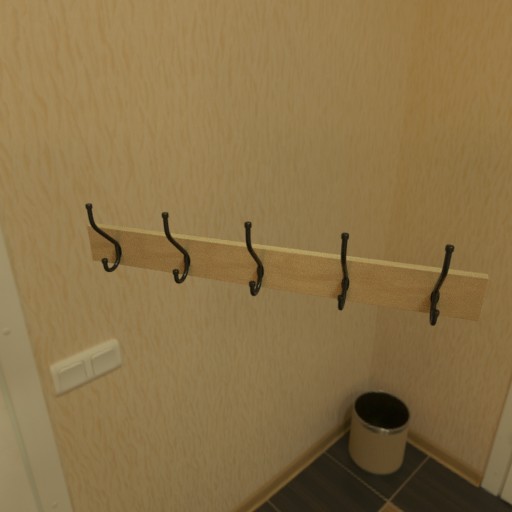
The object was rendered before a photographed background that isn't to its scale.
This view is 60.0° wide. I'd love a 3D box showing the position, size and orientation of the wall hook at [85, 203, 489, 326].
[{"bbox_3d":[0.000,0.000,0.593,0.571,0.117,0.071,8,25,17],"label":"wall hook"}]
